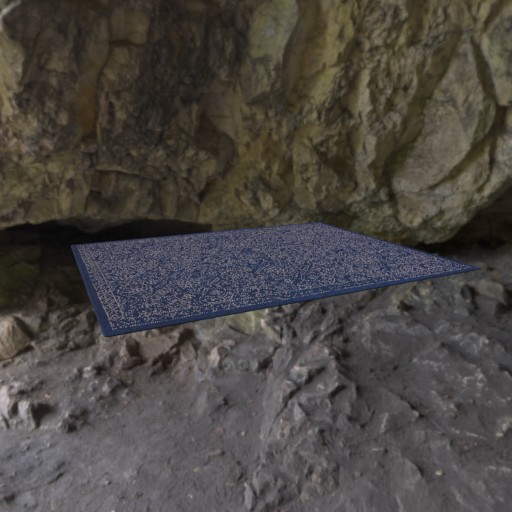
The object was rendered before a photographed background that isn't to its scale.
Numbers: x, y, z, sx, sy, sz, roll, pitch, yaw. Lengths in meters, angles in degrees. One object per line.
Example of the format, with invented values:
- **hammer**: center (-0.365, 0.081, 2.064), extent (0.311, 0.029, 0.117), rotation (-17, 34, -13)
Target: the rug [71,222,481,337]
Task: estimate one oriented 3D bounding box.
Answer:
- **rug**: center (0.000, 0.000, 4.142), extent (3.048, 0.010, 2.438), rotation (-7, 16, -25)
